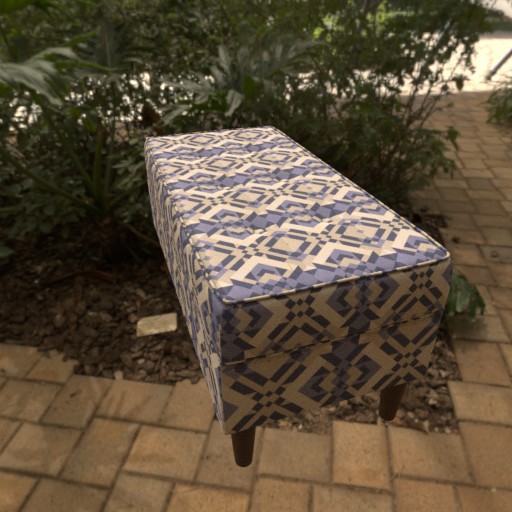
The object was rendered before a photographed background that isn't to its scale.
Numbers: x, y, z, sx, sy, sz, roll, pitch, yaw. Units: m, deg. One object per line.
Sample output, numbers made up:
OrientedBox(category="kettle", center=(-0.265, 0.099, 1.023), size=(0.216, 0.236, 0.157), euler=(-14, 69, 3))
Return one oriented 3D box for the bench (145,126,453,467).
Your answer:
OrientedBox(category="bench", center=(0.000, 0.000, 1.299), size=(0.492, 0.477, 1.016), euler=(-10, 33, -16))
